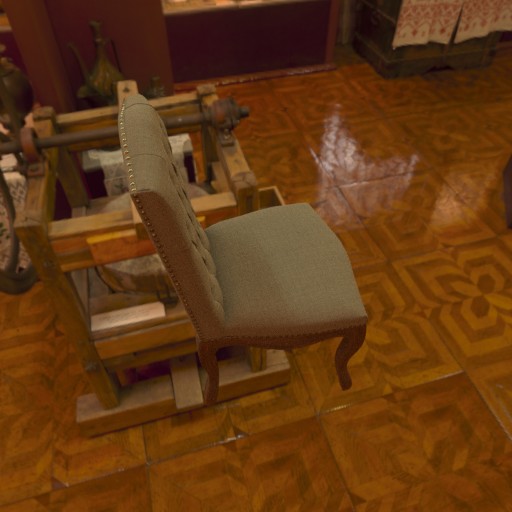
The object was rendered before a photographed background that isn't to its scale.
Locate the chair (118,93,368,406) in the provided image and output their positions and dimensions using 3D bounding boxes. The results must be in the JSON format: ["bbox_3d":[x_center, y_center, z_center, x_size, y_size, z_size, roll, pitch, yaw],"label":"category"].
[{"bbox_3d":[0.000,0.000,1.620,0.731,1.191,0.637,-10,47,-10],"label":"chair"}]
